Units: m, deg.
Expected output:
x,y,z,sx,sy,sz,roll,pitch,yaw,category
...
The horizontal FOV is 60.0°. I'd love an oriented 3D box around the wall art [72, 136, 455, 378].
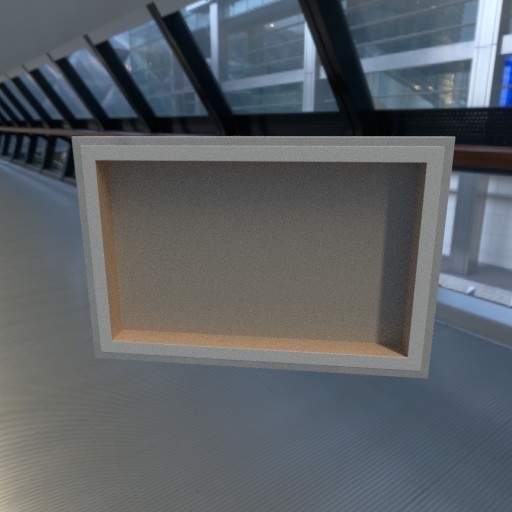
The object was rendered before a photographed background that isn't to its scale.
x,y,z,sx,sy,sz,roll,pitch,yaw,category
0.000,0.000,0.489,0.381,0.254,0.038,2,15,7,wall art
